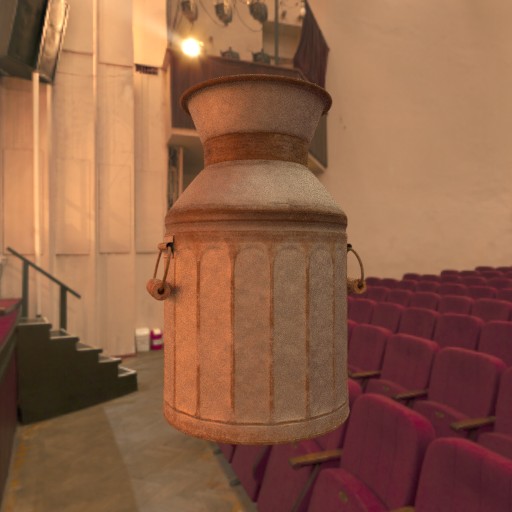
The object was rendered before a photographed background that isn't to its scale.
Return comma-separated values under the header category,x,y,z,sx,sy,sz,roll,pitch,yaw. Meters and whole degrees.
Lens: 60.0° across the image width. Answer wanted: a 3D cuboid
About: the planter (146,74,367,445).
category,x,y,z,sx,sy,sz,roll,pitch,yaw
planter,0.000,0.000,0.521,0.248,0.358,0.215,0,0,-18
